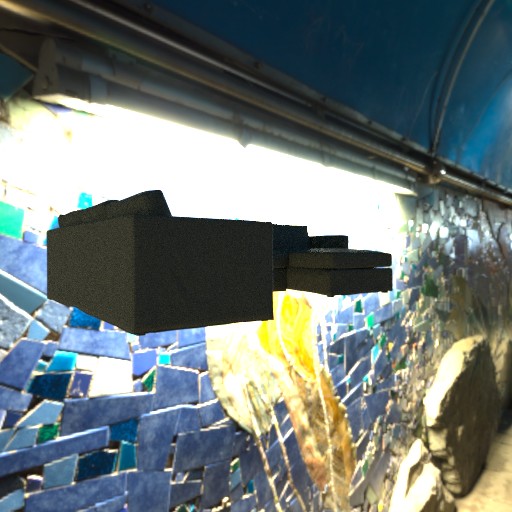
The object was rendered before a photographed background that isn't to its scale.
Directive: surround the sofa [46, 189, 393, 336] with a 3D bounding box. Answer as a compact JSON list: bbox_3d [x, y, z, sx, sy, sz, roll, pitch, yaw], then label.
[{"bbox_3d":[0.000,0.000,4.476,3.460,0.882,2.427,0,1,-36],"label":"sofa"}]
